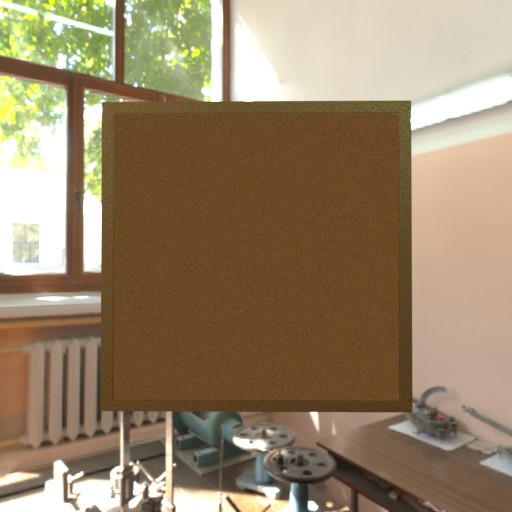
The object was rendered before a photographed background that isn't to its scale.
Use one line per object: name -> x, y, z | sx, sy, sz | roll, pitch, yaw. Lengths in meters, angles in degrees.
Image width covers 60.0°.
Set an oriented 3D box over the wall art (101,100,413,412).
wall art -> 0.000, 0.000, 1.879 | 1.284, 1.284, 0.095 | 0, -1, 1
